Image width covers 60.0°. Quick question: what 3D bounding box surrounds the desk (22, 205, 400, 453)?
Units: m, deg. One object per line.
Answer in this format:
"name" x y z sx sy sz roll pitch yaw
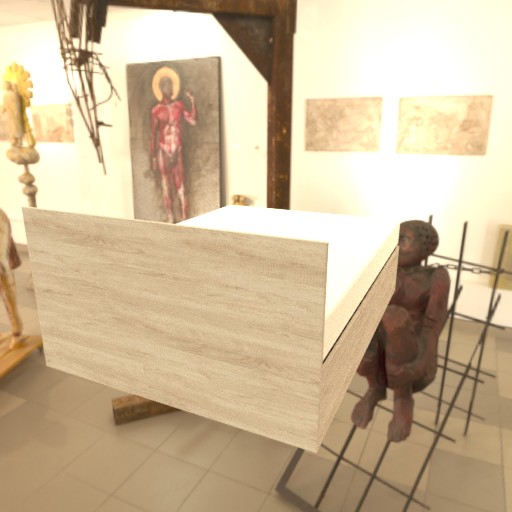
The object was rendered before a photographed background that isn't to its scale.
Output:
"desk" 0.000 0.000 2.616 1.400 0.800 1.900 8 19 24
